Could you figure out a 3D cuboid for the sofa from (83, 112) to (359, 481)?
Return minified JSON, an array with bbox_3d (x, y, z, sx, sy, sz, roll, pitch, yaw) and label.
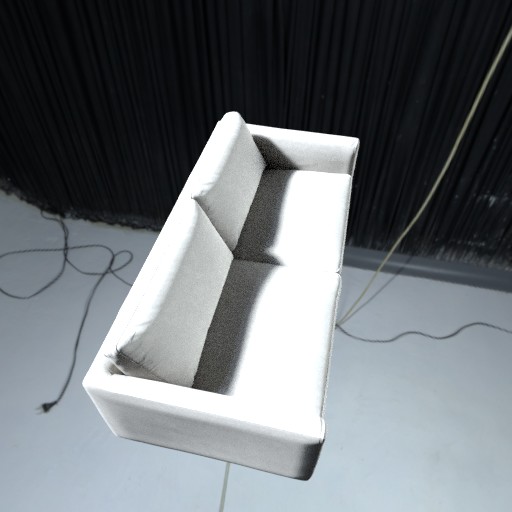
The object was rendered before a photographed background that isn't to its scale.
[{"bbox_3d":[0.000,0.000,2.760,1.090,0.838,2.588,9,48,8],"label":"sofa"}]
